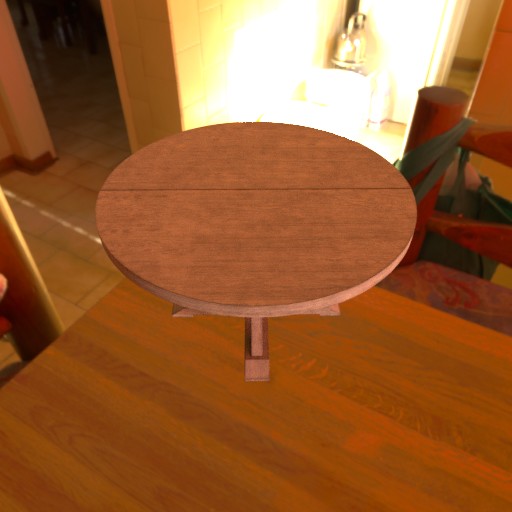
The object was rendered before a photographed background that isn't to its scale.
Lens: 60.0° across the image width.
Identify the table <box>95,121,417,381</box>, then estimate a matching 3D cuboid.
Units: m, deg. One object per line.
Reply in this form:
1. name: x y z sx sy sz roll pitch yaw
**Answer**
1. table: 0.000 0.000 2.198 1.363 0.781 1.363 0 42 0
